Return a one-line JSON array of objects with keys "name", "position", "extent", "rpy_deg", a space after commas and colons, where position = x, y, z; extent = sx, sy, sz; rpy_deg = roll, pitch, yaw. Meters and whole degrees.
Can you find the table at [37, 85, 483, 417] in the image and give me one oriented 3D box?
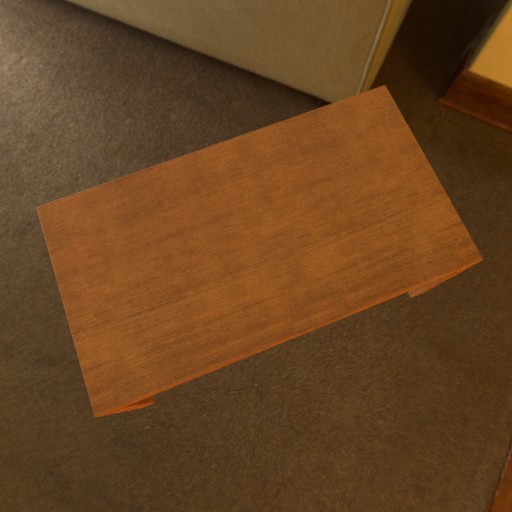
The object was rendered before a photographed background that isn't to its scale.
[{"name": "table", "position": [0.000, 0.000, 1.321], "extent": [1.000, 0.419, 0.549], "rpy_deg": [-21, 75, -6]}]
